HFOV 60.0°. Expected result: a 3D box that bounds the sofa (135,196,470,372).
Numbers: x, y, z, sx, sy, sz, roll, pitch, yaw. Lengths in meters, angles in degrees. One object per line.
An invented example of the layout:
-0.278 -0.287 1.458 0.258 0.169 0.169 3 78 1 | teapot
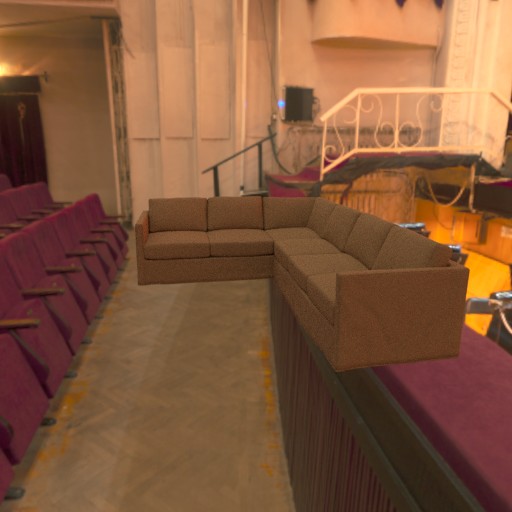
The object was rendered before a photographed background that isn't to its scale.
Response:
0.000 0.000 4.371 2.432 0.871 3.182 -2 14 -9 | sofa
